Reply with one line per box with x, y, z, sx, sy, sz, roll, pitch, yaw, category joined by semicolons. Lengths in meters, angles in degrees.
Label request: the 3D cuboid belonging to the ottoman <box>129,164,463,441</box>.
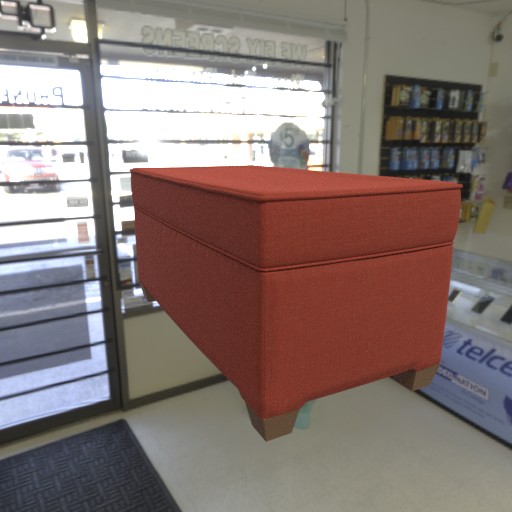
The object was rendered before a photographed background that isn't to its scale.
0.000;0.000;1.232;0.497;0.454;0.948;-7;16;-27;ottoman
